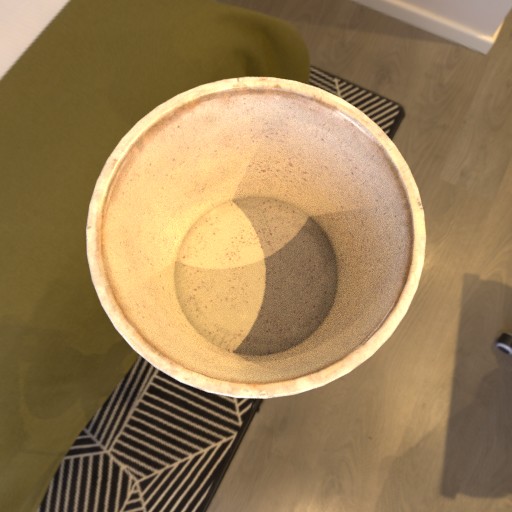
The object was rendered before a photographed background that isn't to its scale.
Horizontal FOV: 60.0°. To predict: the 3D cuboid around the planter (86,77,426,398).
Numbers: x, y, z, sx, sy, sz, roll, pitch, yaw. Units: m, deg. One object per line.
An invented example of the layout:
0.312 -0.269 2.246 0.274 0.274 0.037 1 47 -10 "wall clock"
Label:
0.000 0.000 0.312 0.186 0.144 0.186 0 74 0 "planter"
